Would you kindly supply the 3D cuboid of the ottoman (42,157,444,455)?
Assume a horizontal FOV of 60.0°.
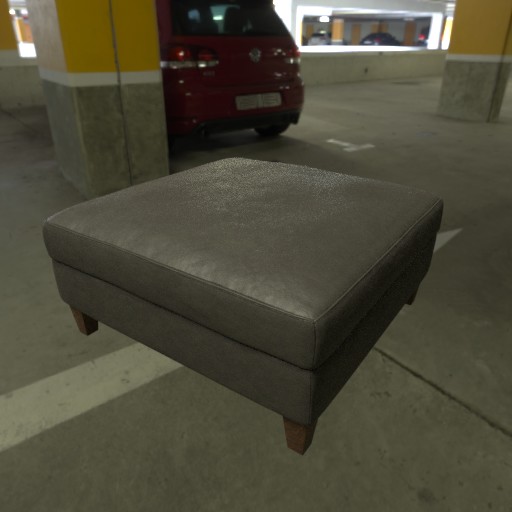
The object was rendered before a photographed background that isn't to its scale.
[{"bbox_3d":[0.000,0.000,1.304,0.844,0.415,0.836,17,31,31],"label":"ottoman"}]
